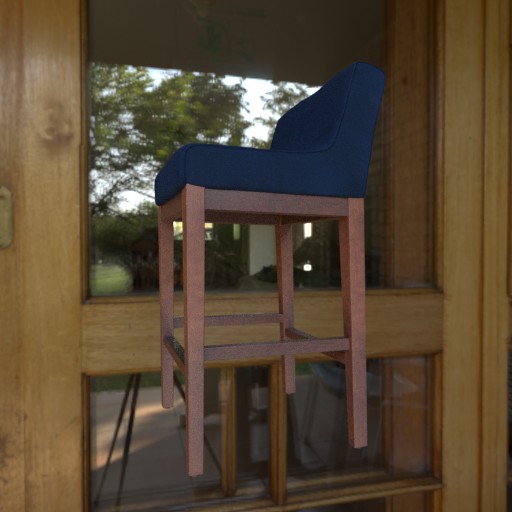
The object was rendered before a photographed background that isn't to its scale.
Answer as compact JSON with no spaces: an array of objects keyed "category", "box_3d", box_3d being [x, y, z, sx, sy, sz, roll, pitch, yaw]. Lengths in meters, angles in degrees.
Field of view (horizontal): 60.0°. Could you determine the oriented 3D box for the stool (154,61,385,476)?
[{"category":"stool","box_3d":[0.000,0.000,1.237,0.516,0.945,0.511,0,1,-19]}]
